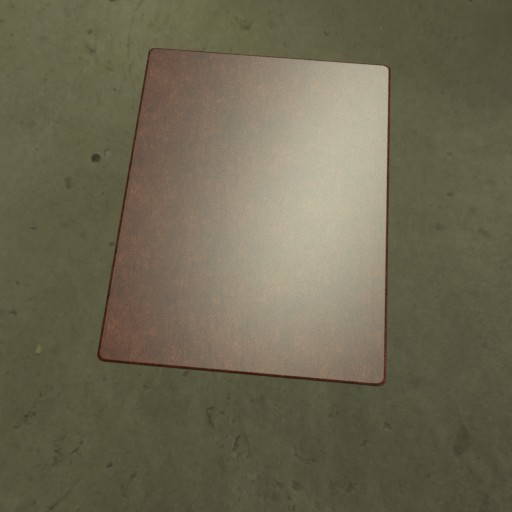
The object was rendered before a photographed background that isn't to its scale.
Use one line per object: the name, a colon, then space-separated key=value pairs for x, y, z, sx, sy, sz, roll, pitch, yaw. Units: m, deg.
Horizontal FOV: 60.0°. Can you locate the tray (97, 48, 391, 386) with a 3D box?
tray: x=0.000 y=0.000 z=0.954 sx=0.381 sy=0.660 sz=0.483 roll=5 pitch=76 yaw=1
